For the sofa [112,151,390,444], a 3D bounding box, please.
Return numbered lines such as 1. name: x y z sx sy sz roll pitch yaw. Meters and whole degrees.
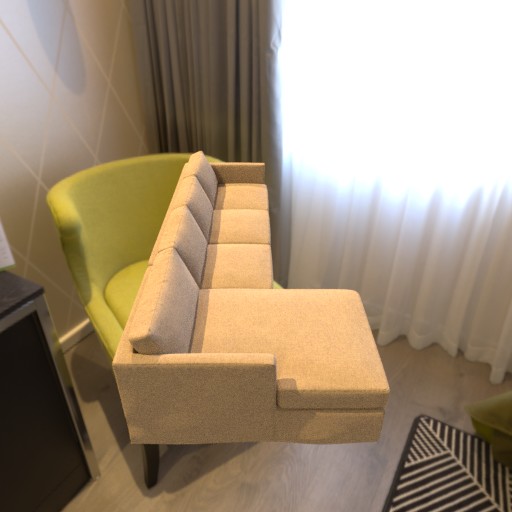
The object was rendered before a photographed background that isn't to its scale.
1. sofa: 0.000 0.000 3.944 1.638 0.920 3.198 0 32 0
